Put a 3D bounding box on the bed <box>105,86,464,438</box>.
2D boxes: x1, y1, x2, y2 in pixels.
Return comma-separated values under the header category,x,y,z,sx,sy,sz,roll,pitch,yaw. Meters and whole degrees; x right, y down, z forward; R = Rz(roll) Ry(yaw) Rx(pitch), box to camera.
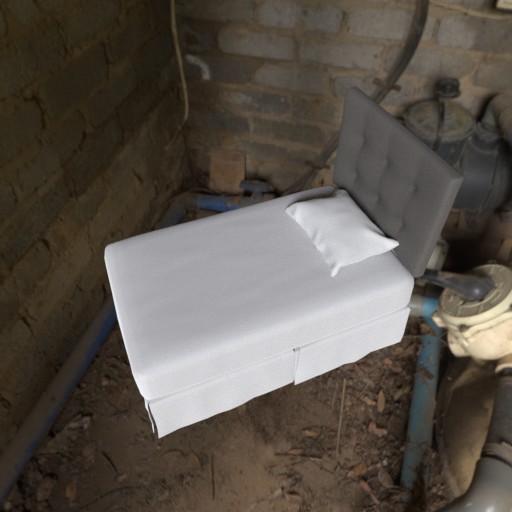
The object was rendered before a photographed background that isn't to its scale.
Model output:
category,x,y,z,sx,sy,sz,roll,pitch,yaw
bed,0.000,0.000,3.043,1.997,1.571,1.261,-17,49,-15
